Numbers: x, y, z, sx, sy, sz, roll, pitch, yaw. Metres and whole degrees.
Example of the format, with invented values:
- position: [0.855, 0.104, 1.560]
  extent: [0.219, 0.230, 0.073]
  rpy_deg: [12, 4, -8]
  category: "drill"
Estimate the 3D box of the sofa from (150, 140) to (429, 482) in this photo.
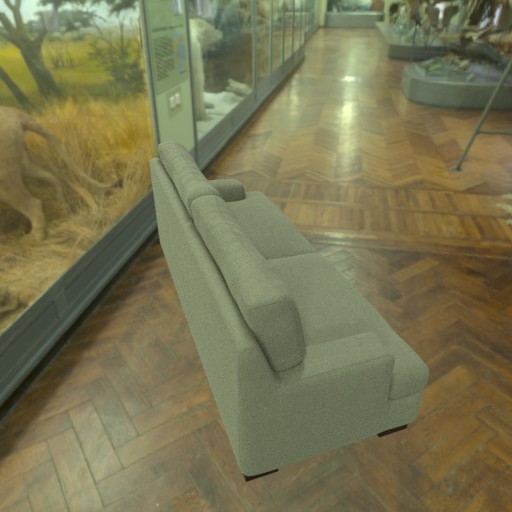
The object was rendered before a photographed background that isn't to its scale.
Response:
- position: [0.000, 0.000, 2.839]
  extent: [0.962, 0.980, 2.354]
  rpy_deg: [-10, 32, -17]
  category: "sofa"
